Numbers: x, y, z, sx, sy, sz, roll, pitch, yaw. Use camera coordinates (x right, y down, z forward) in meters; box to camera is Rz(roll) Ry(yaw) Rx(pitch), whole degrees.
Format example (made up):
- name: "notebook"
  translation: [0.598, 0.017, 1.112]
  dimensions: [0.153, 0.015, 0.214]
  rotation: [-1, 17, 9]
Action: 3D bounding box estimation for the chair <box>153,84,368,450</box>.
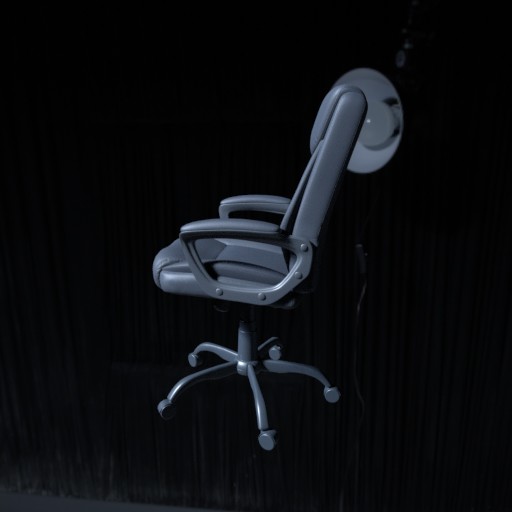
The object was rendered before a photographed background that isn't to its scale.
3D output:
- name: "chair"
  translation: [0.000, 0.000, 1.522]
  dimensions: [0.655, 1.072, 0.615]
  rotation: [2, 15, 8]
